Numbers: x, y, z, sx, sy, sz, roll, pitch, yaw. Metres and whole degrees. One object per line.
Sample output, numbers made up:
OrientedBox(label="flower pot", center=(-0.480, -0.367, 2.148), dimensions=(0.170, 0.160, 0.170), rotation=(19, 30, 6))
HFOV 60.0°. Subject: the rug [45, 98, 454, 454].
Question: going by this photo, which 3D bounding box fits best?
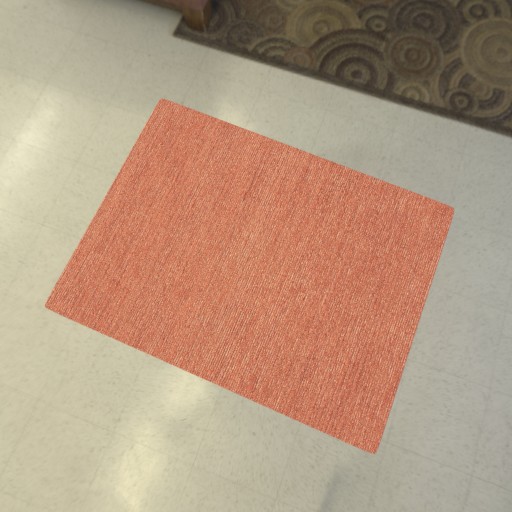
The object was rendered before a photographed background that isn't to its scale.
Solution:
OrientedBox(label="rug", center=(0.000, 0.000, 2.759), dimensions=(2.112, 0.009, 1.594), rotation=(22, 75, 6))
